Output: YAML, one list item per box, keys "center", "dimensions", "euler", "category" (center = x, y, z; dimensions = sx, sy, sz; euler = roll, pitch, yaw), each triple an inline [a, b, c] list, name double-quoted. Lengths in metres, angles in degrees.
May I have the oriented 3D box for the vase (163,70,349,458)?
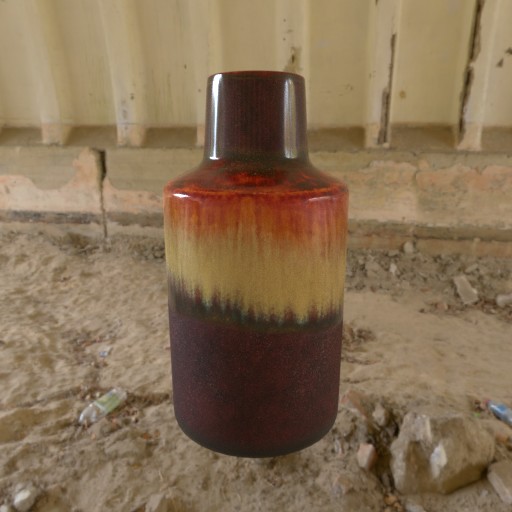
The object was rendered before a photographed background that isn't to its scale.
- center: [0.000, 0.000, 0.270]
  dimensions: [0.108, 0.204, 0.108]
  euler: [0, 15, 0]
  category: "vase"
